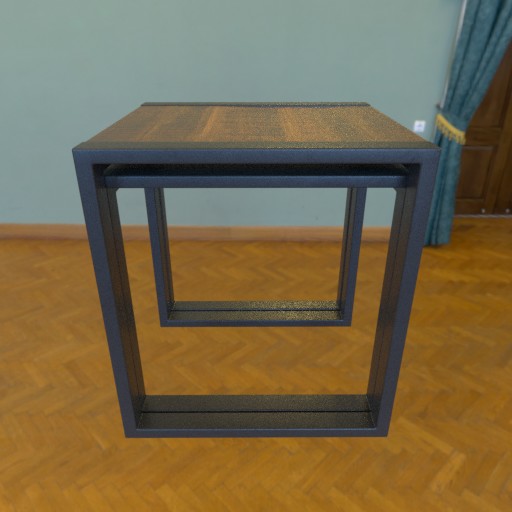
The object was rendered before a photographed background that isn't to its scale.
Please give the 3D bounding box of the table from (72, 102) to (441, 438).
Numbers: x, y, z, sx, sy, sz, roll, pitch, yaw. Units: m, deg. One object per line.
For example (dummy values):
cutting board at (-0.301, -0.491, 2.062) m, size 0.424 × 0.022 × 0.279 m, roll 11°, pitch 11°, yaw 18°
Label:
table at (0.000, 0.000, 0.919) m, size 0.500 × 0.550 × 0.449 m, roll 0°, pitch 27°, yaw 0°
